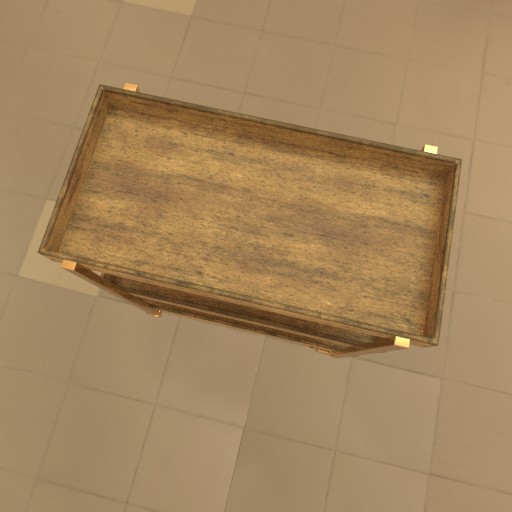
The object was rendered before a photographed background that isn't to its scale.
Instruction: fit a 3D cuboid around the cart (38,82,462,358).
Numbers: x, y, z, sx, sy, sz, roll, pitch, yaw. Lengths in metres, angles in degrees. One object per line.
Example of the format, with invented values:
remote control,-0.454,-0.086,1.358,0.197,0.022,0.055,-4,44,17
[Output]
cart,0.000,0.000,1.236,0.750,0.799,0.416,13,76,3
